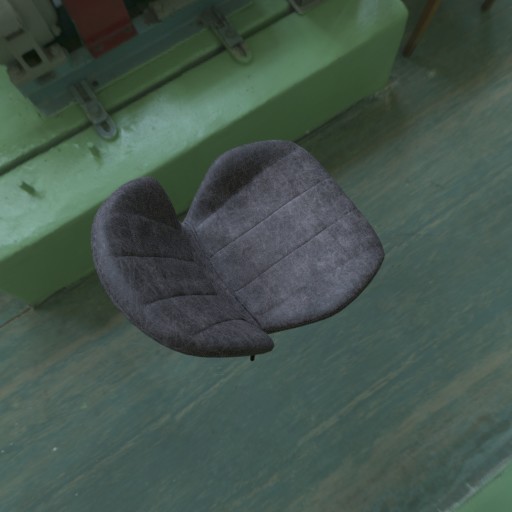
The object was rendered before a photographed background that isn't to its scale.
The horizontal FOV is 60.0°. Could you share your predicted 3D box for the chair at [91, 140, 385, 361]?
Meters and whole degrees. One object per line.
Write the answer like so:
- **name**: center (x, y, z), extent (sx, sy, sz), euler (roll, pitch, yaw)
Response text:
- **chair**: center (0.000, 0.000, 1.263), extent (0.640, 0.934, 0.527), euler (-35, 78, -8)
